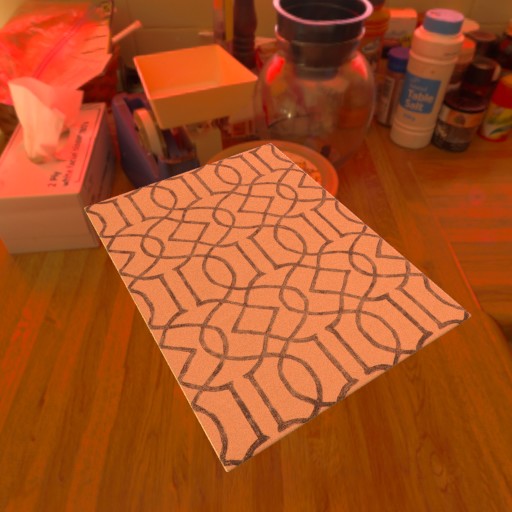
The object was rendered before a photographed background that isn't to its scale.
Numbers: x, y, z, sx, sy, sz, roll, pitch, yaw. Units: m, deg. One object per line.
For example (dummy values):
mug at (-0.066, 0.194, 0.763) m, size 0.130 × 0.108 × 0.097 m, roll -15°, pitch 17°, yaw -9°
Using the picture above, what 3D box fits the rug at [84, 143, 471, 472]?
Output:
rug at (0.000, 0.000, 3.945) m, size 2.211 × 0.021 × 2.910 m, roll -24°, pitch 51°, yaw -21°
